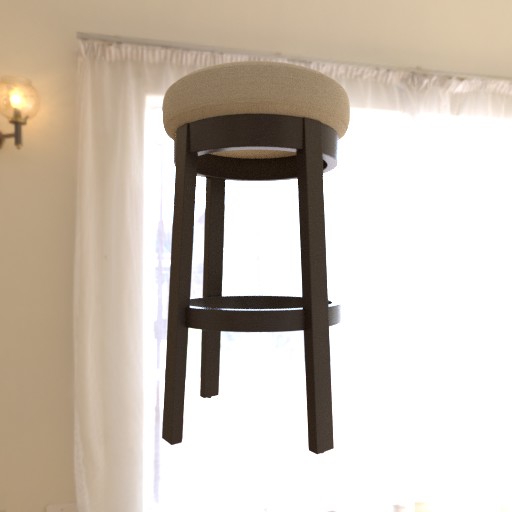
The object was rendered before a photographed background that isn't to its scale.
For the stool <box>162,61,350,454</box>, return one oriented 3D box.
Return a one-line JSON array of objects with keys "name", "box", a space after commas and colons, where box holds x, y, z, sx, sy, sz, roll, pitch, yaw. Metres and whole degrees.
[{"name": "stool", "box": [0.000, 0.000, 1.025, 0.446, 0.758, 0.446, 0, -1, 0]}]
